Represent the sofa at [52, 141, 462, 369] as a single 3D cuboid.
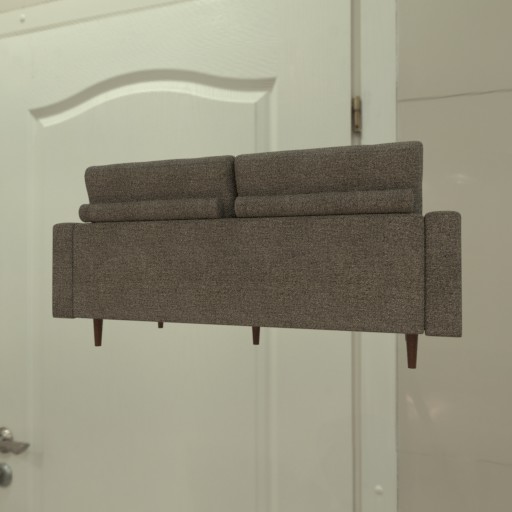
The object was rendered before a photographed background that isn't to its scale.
[{"bbox_3d":[0.000,0.000,2.263,1.821,0.902,0.863,0,-1,18],"label":"sofa"}]
